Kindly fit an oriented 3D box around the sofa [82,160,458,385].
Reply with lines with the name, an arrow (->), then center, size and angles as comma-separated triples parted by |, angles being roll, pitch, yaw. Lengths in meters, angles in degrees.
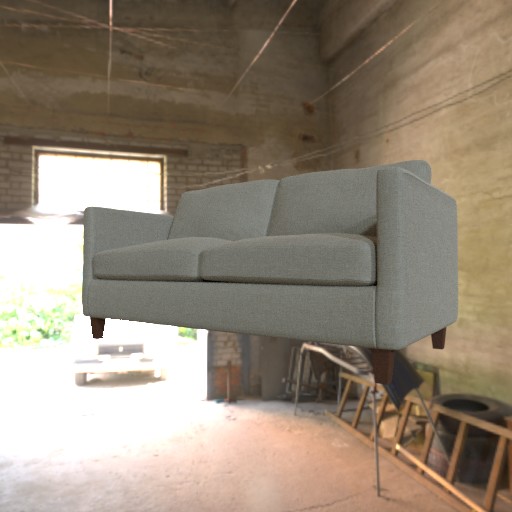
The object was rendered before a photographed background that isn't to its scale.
sofa -> 0.000, 0.000, 2.414 | 1.884, 0.947, 0.951 | -1, -2, 35
